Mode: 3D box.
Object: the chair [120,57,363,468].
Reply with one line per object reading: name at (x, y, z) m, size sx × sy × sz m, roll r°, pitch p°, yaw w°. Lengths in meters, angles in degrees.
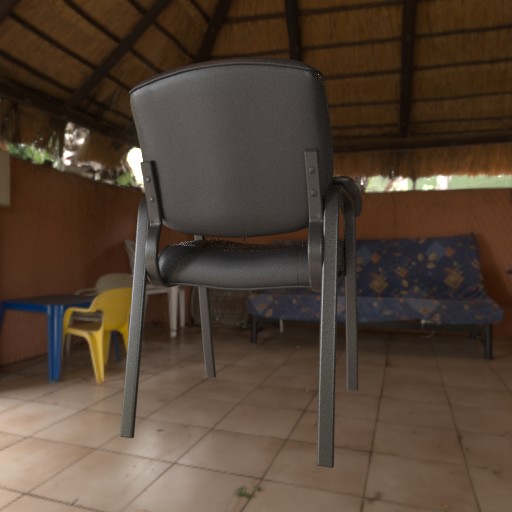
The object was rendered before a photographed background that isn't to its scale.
chair at (0.000, 0.000, 1.308) m, size 0.591 × 0.910 × 0.668 m, roll 0°, pitch 1°, yaw 18°
